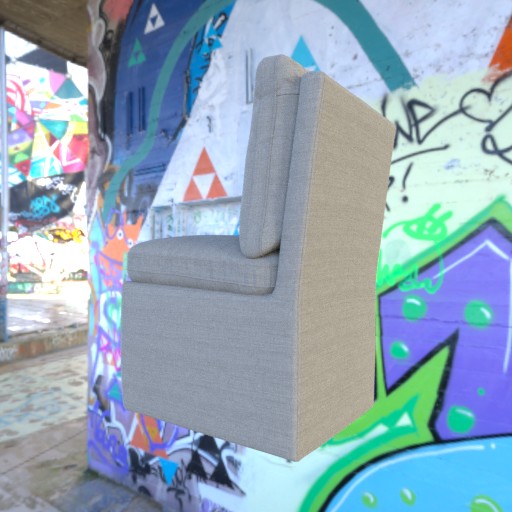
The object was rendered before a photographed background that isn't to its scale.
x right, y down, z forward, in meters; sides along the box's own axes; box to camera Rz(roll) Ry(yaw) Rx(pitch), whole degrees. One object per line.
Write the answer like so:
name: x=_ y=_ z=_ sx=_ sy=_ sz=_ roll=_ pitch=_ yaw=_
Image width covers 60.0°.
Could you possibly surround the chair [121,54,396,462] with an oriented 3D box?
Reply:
chair: x=0.000 y=0.000 z=1.328 sx=0.698 sy=0.927 sz=0.503 roll=0 pitch=0 yaw=36
